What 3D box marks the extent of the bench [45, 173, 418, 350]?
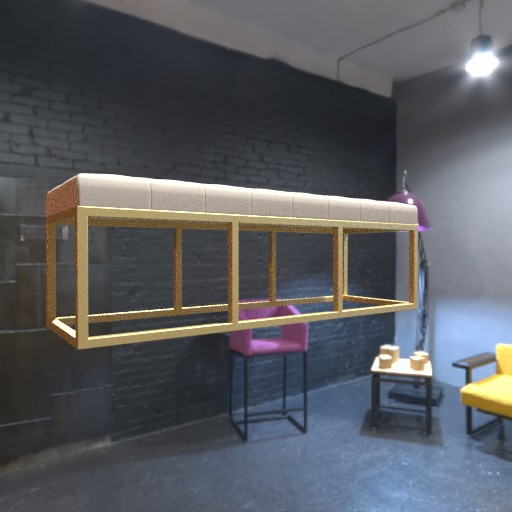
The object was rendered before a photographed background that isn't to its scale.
[{"bbox_3d":[0.000,0.000,1.776,1.473,0.484,0.457,0,1,-35],"label":"bench"}]
